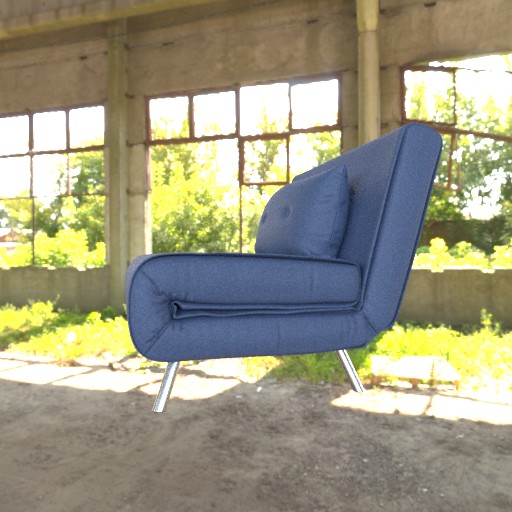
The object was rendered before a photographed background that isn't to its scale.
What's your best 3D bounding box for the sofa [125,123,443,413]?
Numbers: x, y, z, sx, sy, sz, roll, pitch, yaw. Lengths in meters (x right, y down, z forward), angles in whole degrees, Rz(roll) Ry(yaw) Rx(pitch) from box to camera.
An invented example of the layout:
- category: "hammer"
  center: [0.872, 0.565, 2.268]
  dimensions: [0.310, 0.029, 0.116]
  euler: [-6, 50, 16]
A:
- category: "sofa"
  center: [0.000, 0.000, 1.766]
  dimensions: [0.996, 0.860, 0.999]
  euler: [0, 0, -17]
